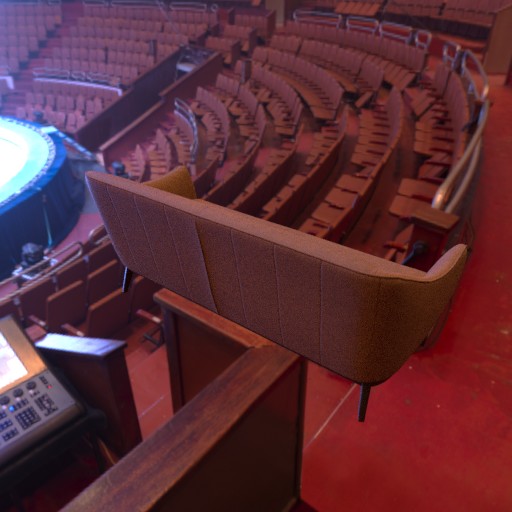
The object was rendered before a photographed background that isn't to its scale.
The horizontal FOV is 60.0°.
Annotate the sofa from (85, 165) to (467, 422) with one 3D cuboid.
[{"bbox_3d":[0.000,0.000,2.411,1.928,0.830,0.869,21,36,32],"label":"sofa"}]
